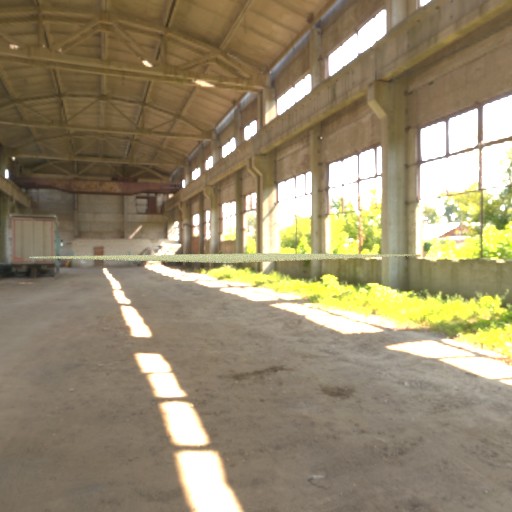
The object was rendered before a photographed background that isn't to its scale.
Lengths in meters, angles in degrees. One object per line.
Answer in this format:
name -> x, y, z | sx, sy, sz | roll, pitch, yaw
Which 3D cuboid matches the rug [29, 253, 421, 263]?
rug -> 0.000, 0.000, 2.276 | 1.143, 0.006, 1.747 | 1, 1, 37
